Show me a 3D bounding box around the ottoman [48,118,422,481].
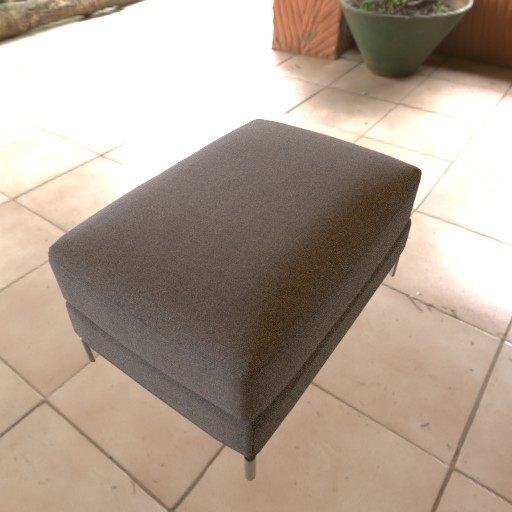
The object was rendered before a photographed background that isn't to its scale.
[{"bbox_3d":[0.000,0.000,1.185,0.584,0.457,0.838,26,48,26],"label":"ottoman"}]
